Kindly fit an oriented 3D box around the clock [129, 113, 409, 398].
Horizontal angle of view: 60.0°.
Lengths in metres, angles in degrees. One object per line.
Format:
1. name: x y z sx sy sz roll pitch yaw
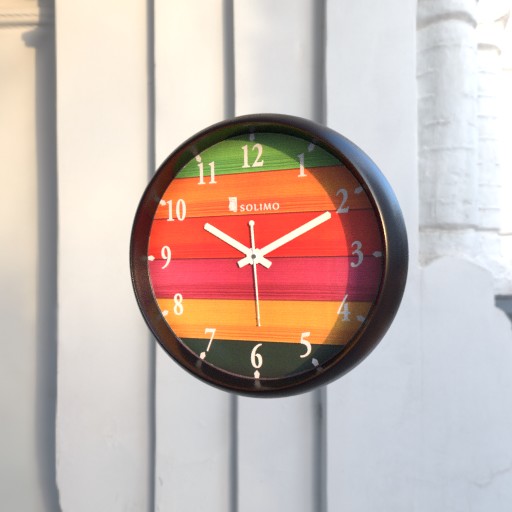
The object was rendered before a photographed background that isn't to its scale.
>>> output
1. clock: 0.000 0.000 0.460 0.300 0.300 0.060 0 0 18
